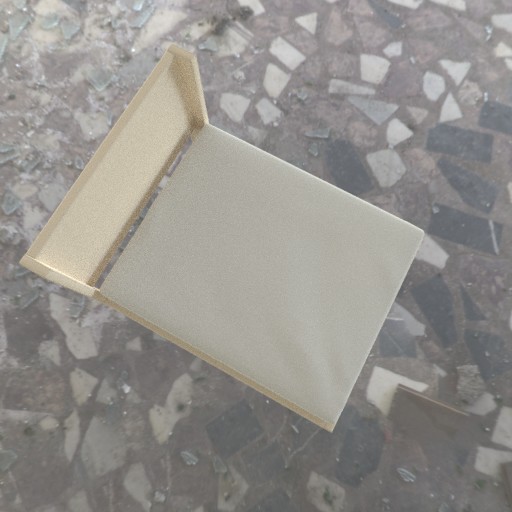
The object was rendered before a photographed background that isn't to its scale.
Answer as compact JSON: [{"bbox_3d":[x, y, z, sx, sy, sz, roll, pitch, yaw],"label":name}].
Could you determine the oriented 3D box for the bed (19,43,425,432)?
[{"bbox_3d":[0.000,0.000,3.409,2.280,1.471,1.765,28,78,7],"label":"bed"}]
